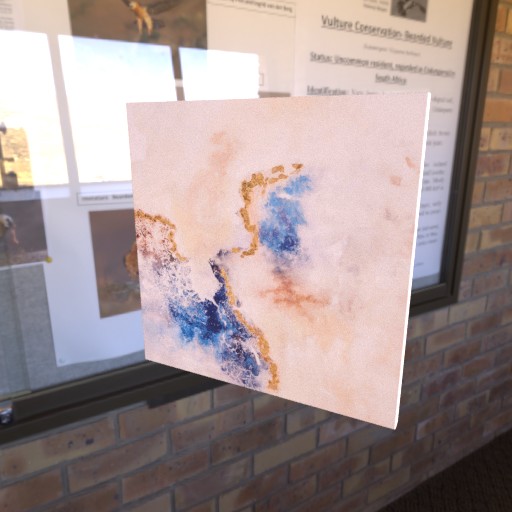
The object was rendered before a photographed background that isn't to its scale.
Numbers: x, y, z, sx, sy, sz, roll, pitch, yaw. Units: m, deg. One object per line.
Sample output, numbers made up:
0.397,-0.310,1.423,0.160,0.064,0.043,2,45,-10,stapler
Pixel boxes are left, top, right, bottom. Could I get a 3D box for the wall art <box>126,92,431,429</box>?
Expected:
0.000,0.000,1.325,0.889,0.889,0.038,8,18,26,wall art
